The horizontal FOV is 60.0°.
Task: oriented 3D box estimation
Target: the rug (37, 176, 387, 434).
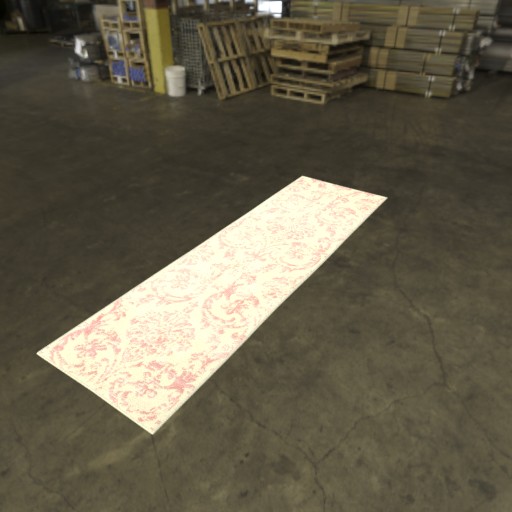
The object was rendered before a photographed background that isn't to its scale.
[{"bbox_3d":[0.000,0.000,2.400,0.662,0.011,2.196,20,38,28],"label":"rug"}]
